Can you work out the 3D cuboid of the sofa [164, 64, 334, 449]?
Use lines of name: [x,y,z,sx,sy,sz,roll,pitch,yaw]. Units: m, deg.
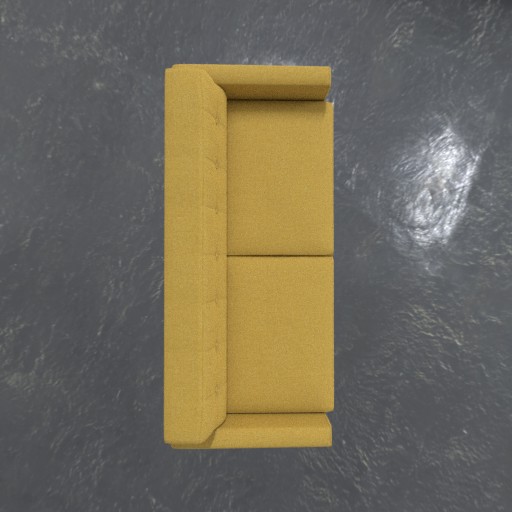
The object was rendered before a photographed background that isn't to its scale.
sofa: [0.000,0.000,2.496,0.909,0.841,2.029,0,89,-1]
